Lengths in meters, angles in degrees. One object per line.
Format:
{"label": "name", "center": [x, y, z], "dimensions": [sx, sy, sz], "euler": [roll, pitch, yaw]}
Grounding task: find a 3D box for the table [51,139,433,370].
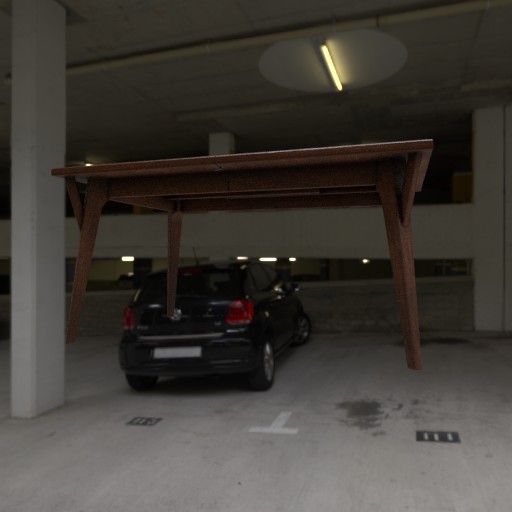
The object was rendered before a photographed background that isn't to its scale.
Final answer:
{"label": "table", "center": [0.000, 0.000, 2.133], "dimensions": [1.524, 0.761, 0.990], "euler": [0, 0, 18]}
